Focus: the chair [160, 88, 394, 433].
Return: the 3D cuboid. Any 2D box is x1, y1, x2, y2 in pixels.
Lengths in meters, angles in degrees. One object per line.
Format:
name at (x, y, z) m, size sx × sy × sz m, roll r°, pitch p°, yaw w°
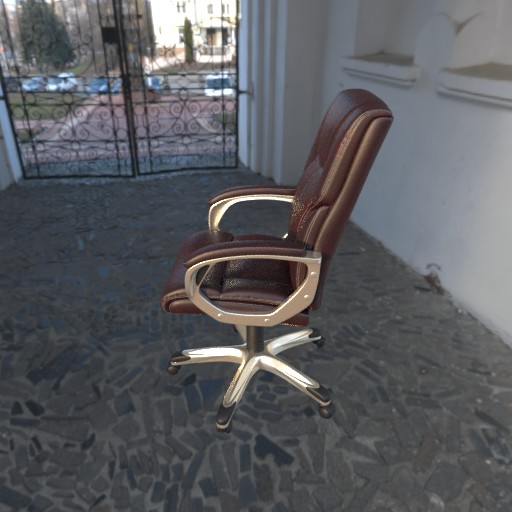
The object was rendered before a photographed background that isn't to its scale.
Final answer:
chair at (0.000, 0.000, 1.587) m, size 0.739 × 1.107 × 0.662 m, roll 1°, pitch 27°, yaw 2°
